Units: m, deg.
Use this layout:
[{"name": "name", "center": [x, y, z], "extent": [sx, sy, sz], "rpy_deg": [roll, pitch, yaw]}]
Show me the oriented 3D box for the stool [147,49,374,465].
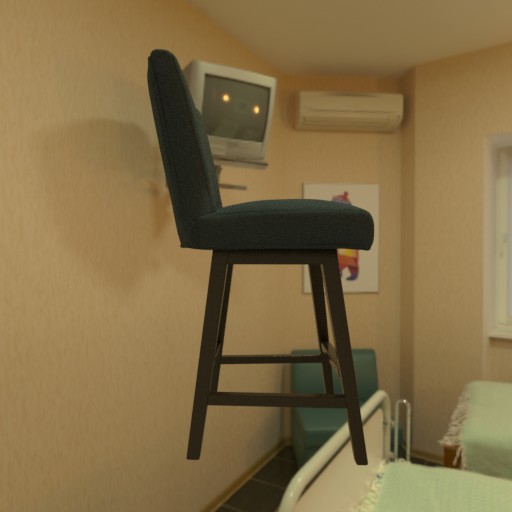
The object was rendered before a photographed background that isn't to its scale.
[{"name": "stool", "center": [0.000, 0.000, 1.302], "extent": [0.574, 1.000, 0.514], "rpy_deg": [0, 1, 0]}]
